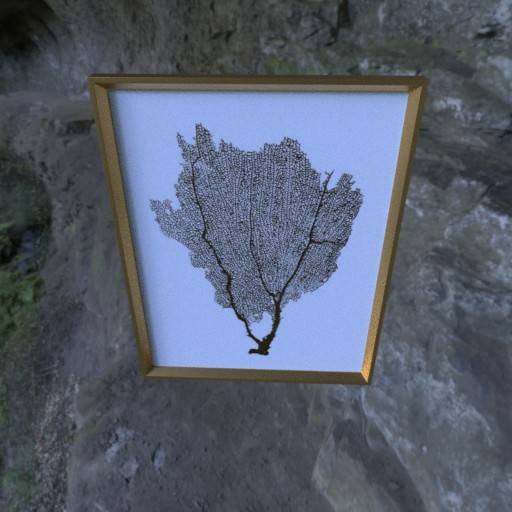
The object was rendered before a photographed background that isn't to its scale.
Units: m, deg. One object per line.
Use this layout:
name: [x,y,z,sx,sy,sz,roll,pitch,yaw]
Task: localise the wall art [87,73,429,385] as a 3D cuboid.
wall art: [0.000,0.000,1.001,0.610,0.762,0.038,1,31,2]
